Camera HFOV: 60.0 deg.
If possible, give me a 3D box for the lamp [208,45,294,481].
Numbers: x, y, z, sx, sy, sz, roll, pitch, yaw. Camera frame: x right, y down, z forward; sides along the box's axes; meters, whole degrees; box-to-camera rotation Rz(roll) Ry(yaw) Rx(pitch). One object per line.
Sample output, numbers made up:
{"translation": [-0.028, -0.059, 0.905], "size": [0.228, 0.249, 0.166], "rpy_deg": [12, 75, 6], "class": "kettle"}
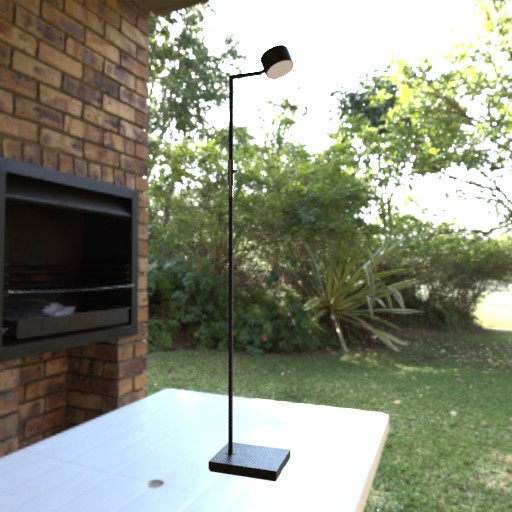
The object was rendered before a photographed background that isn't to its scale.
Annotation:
{"translation": [0.000, 0.000, 1.716], "size": [0.304, 1.600, 0.203], "rpy_deg": [-1, -2, 19], "class": "lamp"}
